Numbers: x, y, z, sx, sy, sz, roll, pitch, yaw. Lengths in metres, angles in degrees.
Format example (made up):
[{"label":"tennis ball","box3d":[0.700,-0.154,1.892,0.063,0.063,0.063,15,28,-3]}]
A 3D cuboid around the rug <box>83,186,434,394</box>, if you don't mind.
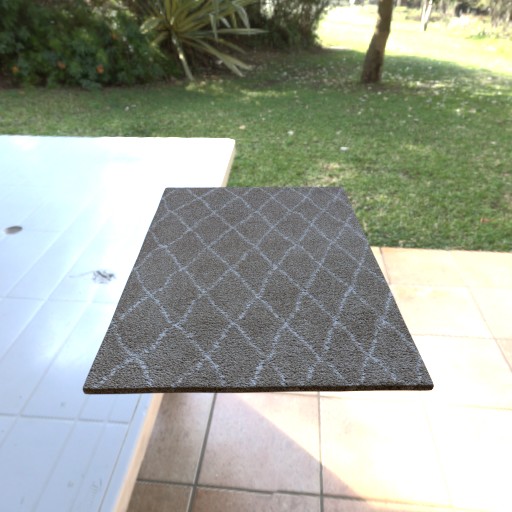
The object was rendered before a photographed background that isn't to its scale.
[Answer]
[{"label":"rug","box3d":[0.000,0.000,2.283,1.219,0.030,1.778,0,32,-1]}]
